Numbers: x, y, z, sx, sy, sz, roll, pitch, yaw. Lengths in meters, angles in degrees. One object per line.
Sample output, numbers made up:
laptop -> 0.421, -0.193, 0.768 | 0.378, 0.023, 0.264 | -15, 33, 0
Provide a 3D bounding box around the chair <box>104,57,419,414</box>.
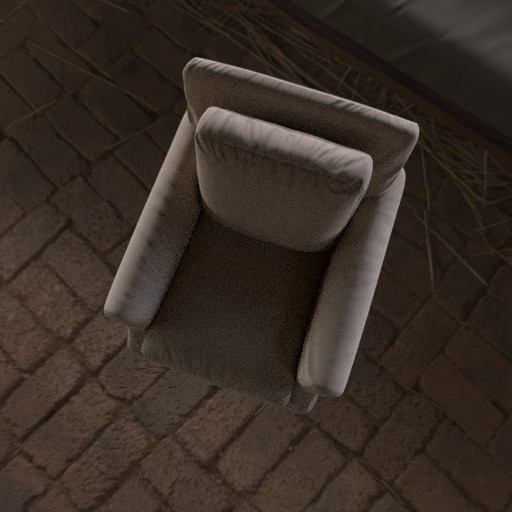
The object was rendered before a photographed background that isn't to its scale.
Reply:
chair -> 0.000, 0.000, 1.765 | 0.940, 0.866, 1.066 | 19, 76, 5
